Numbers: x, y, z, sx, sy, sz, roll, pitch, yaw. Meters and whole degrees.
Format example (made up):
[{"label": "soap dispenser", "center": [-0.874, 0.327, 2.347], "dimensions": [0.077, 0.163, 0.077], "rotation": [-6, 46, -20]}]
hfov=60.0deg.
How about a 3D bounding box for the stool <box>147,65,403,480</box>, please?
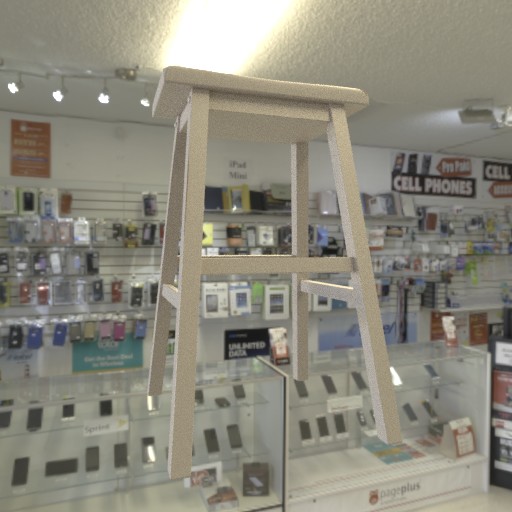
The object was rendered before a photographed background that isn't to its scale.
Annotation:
[{"label": "stool", "center": [0.000, 0.000, 1.028], "dimensions": [0.457, 0.737, 0.476], "rotation": [0, 1, -18]}]
